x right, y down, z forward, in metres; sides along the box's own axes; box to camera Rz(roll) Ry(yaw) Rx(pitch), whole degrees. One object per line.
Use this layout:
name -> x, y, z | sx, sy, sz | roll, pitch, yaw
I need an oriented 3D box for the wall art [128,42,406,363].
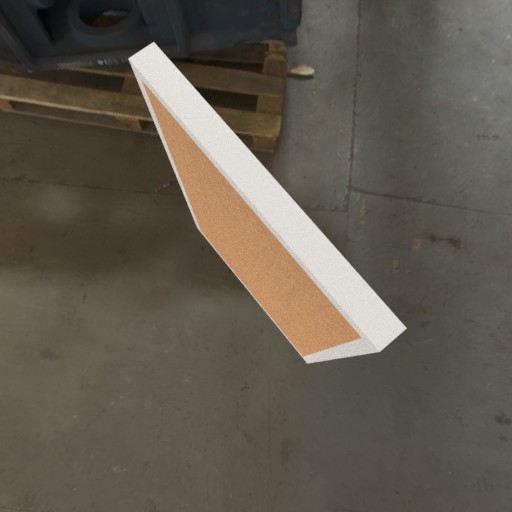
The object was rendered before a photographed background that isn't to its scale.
wall art -> 0.000, 0.000, 0.532 | 0.025, 0.428, 0.293 | -38, 79, -9
